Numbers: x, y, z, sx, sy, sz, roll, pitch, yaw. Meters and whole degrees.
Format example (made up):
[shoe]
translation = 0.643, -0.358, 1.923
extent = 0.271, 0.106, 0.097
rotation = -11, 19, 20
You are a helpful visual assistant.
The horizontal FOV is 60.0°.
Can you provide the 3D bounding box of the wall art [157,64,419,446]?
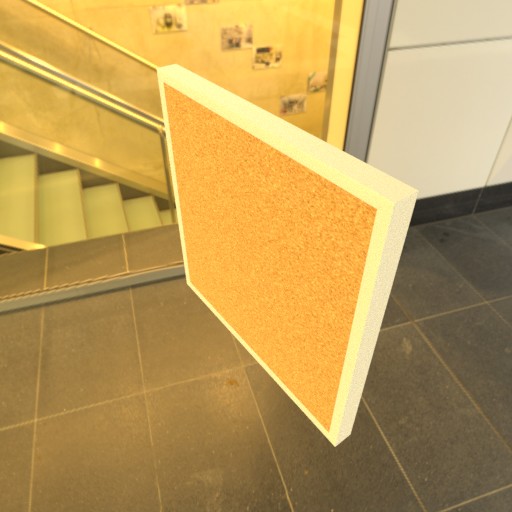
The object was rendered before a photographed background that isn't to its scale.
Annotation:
[wall art]
translation = 0.000, 0.000, 0.765
extent = 0.038, 0.505, 0.506
rotation = -26, 47, -27
